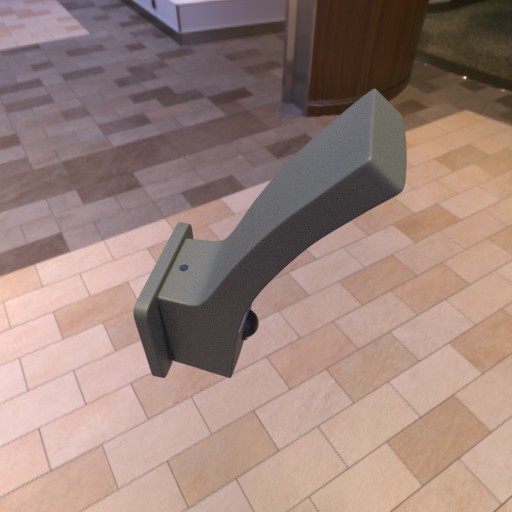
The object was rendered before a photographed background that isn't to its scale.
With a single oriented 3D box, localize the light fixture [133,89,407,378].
[{"bbox_3d":[0.000,0.000,0.337,0.174,0.243,0.108,9,46,9],"label":"light fixture"}]
